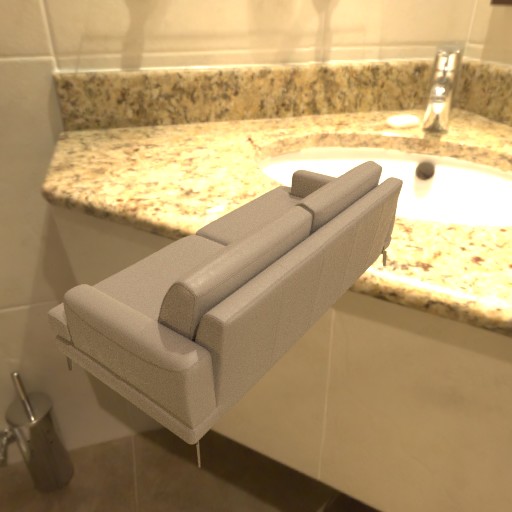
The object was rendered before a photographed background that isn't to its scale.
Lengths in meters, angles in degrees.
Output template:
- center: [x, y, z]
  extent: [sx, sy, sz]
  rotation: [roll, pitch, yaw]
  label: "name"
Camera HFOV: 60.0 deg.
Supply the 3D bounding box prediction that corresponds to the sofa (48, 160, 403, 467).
- center: [0.000, 0.000, 2.427]
  extent: [0.974, 0.765, 1.940]
  rotation: [21, 37, 31]
  label: "sofa"
